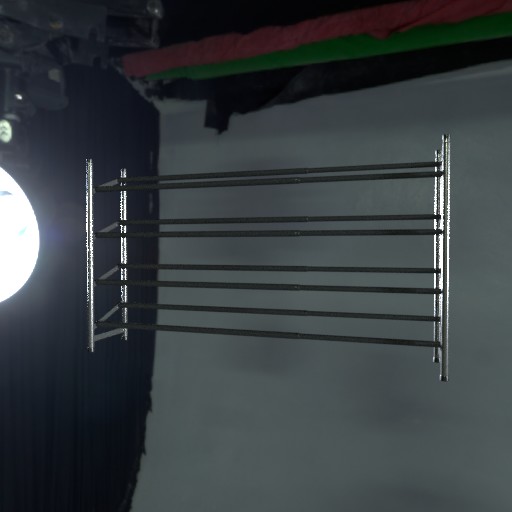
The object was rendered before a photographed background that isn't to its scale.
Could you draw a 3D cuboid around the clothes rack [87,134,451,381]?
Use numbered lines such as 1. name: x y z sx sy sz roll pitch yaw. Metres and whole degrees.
1. clothes rack: 0.000 0.000 1.475 1.168 0.672 0.229 0 1 17
